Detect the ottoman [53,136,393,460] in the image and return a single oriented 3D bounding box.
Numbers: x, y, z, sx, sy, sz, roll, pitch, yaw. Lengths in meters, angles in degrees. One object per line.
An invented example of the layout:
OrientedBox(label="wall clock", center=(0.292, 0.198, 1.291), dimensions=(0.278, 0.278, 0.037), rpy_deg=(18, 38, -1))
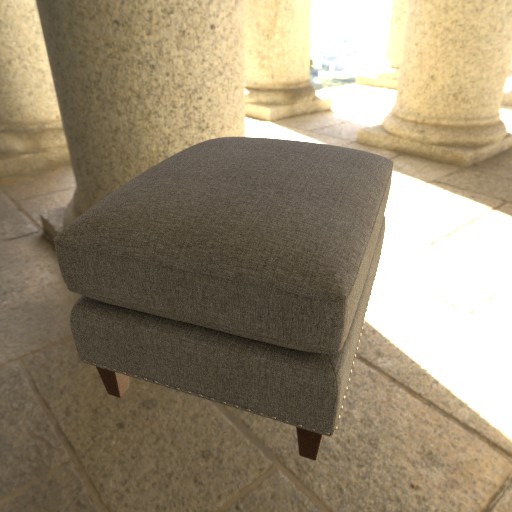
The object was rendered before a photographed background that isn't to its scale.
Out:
OrientedBox(label="ottoman", center=(0.000, 0.000, 1.137), dimensions=(0.584, 0.513, 0.741), rpy_deg=(11, 31, 18))
